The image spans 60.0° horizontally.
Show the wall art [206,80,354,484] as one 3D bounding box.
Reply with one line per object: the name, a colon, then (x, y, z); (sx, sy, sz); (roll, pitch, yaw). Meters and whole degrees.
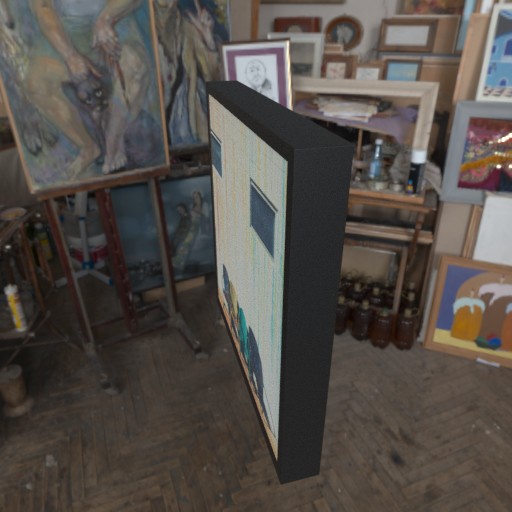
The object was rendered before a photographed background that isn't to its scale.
wall art: (0.000, 0.000, 0.458); (0.038, 0.304, 0.304); (-7, 29, -13)
